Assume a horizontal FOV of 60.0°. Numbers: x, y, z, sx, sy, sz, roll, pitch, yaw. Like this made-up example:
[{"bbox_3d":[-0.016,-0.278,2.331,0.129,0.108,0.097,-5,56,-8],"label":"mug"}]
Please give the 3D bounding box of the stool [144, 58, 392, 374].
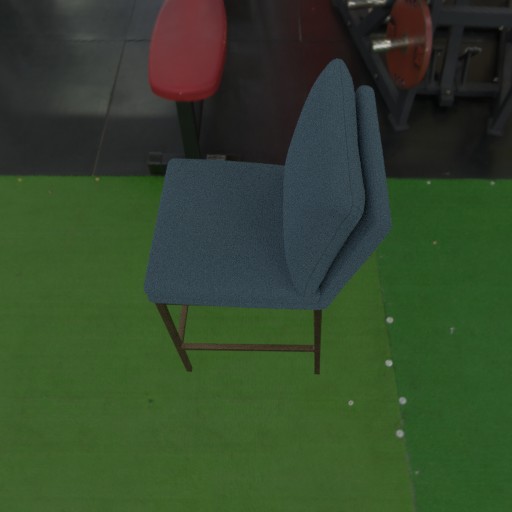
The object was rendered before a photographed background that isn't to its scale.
[{"bbox_3d":[0.000,0.000,1.411,0.568,1.124,0.463,2,59,1],"label":"stool"}]
